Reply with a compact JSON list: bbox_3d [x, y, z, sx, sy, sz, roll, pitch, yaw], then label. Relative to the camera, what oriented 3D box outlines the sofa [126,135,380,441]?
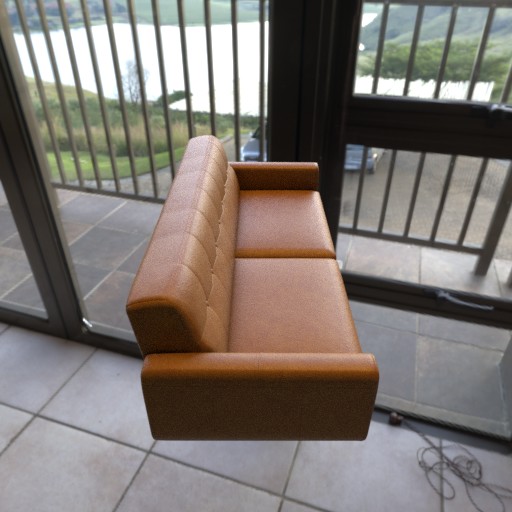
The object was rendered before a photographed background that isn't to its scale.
[{"bbox_3d":[0.000,0.000,2.650,0.980,0.892,2.137,0,33,0],"label":"sofa"}]
